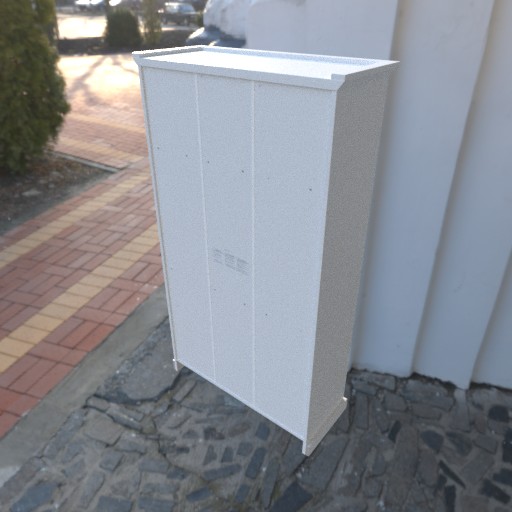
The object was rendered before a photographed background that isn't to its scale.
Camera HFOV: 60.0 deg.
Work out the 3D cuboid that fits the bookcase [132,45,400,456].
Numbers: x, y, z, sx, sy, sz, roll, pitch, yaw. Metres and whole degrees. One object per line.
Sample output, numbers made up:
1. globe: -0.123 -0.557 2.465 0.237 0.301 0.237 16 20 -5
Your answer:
1. bookcase: 0.000 0.000 2.279 1.050 1.880 0.432 22 37 32
